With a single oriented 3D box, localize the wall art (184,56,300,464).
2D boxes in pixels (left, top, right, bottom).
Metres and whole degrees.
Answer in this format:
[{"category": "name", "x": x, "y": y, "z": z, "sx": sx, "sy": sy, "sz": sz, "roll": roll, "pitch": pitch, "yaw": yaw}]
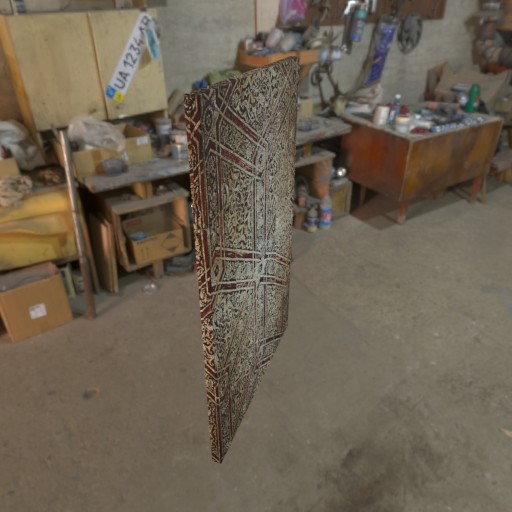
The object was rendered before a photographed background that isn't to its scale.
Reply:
[{"category": "wall art", "x": 0.000, "y": 0.000, "z": 1.162, "sx": 0.030, "sy": 0.904, "sz": 0.599, "roll": 10, "pitch": 31, "yaw": 17}]
